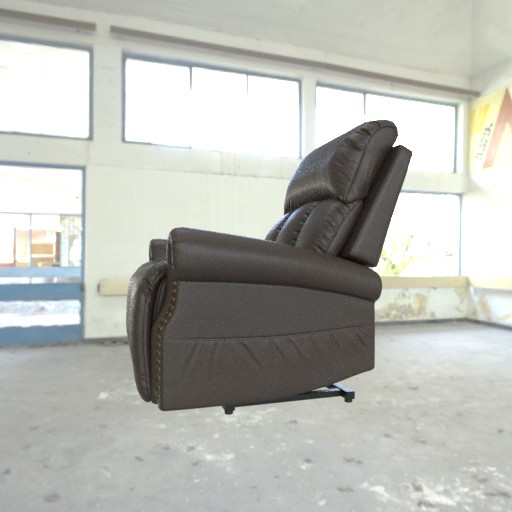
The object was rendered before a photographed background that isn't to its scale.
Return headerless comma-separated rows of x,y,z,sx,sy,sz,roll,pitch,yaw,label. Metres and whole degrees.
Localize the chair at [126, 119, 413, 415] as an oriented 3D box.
0.000,0.000,1.751,0.978,1.028,0.869,0,0,-18,chair
